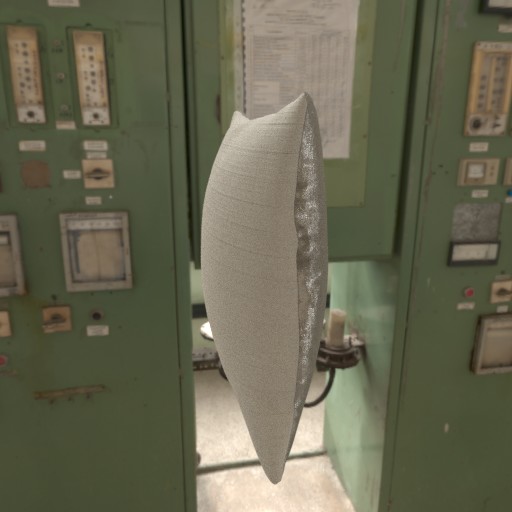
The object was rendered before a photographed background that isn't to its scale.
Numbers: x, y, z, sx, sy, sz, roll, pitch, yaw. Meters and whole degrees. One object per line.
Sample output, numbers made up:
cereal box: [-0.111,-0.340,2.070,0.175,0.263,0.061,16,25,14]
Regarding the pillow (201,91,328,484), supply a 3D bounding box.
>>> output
pillow: [0.000,0.000,0.710,0.175,0.464,0.470,-3,17,-9]
